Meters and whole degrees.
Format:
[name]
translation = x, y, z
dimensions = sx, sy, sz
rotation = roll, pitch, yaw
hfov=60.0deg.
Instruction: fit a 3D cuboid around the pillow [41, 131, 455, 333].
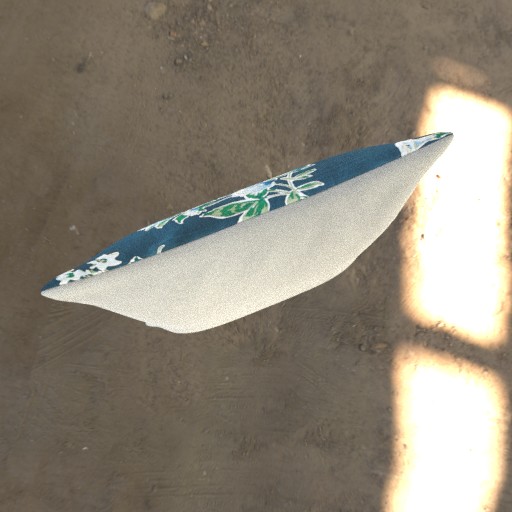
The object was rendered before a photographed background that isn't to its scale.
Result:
[pillow]
translation = 0.000, 0.000, 0.764
dimensions = 0.525, 0.508, 0.166
rotation = -21, 77, -5
